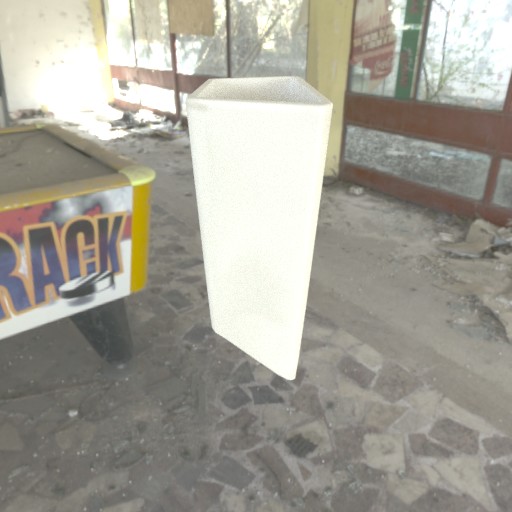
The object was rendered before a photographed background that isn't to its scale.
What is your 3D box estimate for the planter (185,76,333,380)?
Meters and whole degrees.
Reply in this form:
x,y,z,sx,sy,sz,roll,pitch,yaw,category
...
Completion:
x,y,z,sx,sy,sz,roll,pitch,yaw,category
0.000,0.000,0.275,0.060,0.197,0.150,0,26,0,planter
